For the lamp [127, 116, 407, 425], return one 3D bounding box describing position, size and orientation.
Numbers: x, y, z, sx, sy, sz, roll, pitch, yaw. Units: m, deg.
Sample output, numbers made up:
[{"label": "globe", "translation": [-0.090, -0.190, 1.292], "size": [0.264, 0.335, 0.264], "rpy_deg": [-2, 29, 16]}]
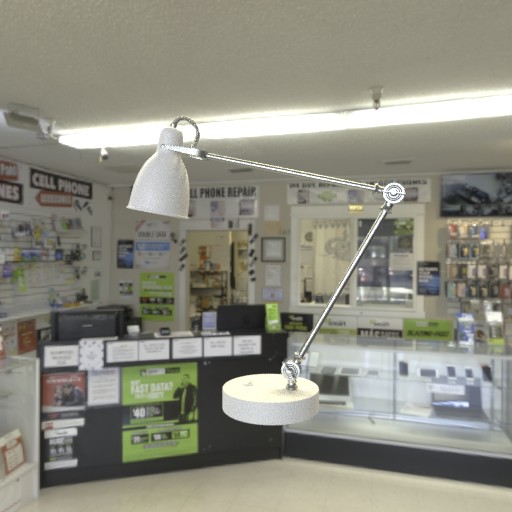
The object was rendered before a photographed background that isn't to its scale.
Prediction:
[{"label": "lamp", "translation": [0.000, 0.000, 0.870], "size": [0.561, 0.587, 0.187], "rpy_deg": [0, 0, 18]}]
